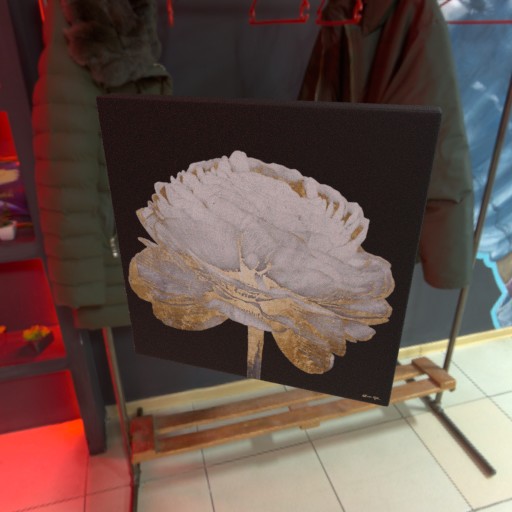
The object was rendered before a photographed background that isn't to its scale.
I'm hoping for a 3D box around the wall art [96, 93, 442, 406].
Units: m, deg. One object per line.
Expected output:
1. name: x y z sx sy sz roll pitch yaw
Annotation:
1. wall art: 0.000 0.000 0.608 0.406 0.407 0.041 8 28 15
